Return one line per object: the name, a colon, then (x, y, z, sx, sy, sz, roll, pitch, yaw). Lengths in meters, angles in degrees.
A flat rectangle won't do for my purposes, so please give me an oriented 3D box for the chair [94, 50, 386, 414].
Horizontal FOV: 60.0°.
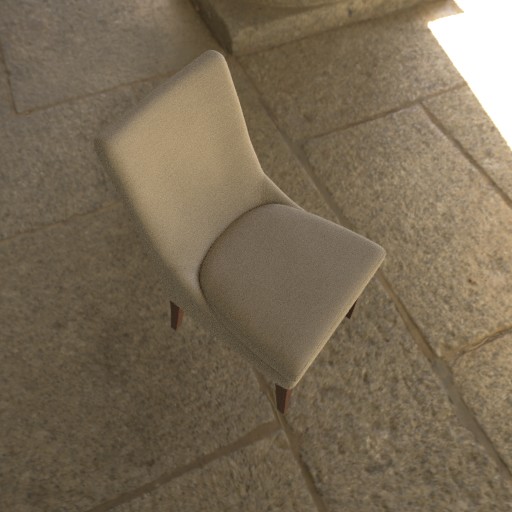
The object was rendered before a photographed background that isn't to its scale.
chair: (0.000, 0.000, 1.349, 0.638, 0.940, 0.515, 33, 65, 18)
